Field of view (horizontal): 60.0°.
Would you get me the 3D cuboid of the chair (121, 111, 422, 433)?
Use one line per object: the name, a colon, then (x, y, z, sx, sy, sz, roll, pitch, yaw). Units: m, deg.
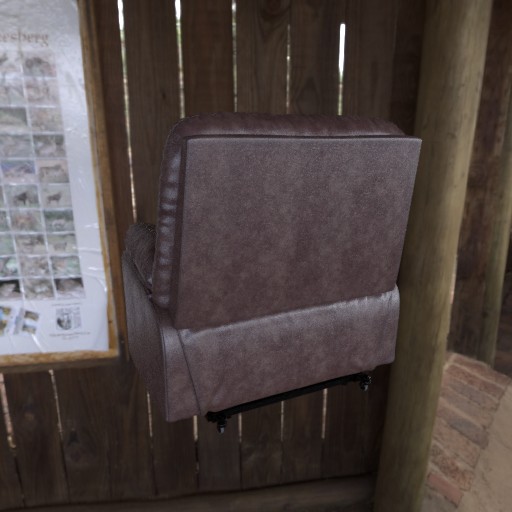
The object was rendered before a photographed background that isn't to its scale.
chair: (0.000, 0.000, 1.744, 0.940, 1.041, 0.879, -7, 16, -25)
